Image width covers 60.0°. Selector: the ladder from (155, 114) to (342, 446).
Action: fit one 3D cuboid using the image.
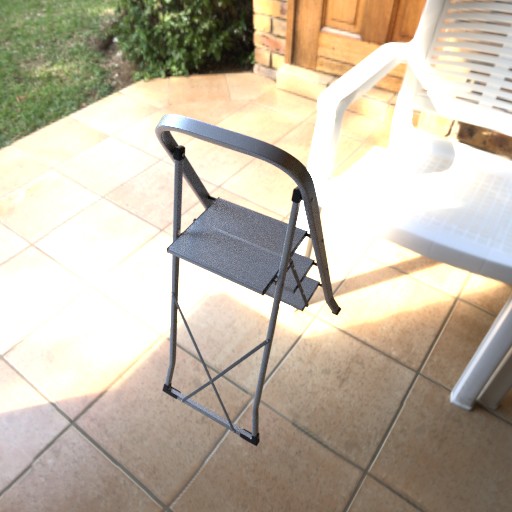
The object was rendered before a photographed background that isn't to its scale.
[{"bbox_3d":[0.000,0.000,1.433,0.465,1.070,0.704,23,50,20],"label":"ladder"}]
